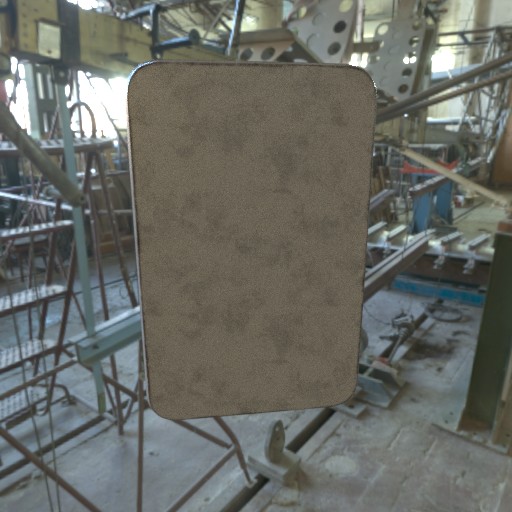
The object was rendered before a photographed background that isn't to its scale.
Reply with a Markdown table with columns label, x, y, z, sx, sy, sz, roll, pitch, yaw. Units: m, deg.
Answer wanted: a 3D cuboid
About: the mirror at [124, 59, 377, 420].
| label | x | y | z | sx | sy | sz | roll | pitch | yaw |
| --- | --- | --- | --- | --- | --- | --- | --- | --- | --- |
| mirror | 0.000 | 0.000 | 0.875 | 0.461 | 0.713 | 0.024 | -2 | 15 | -8 |
